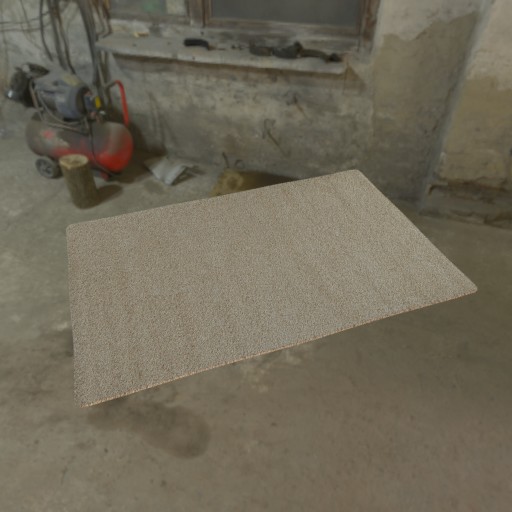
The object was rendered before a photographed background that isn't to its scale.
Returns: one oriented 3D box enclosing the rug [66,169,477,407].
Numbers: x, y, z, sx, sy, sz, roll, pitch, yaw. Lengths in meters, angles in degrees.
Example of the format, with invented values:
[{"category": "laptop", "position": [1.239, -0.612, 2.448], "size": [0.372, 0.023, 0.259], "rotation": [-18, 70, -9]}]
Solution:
[{"category": "rug", "position": [0.000, 0.000, 2.930], "size": [2.349, 0.026, 1.500], "rotation": [-13, 43, -14]}]
